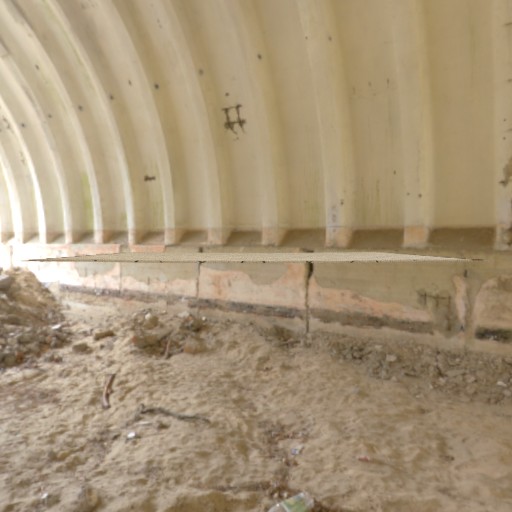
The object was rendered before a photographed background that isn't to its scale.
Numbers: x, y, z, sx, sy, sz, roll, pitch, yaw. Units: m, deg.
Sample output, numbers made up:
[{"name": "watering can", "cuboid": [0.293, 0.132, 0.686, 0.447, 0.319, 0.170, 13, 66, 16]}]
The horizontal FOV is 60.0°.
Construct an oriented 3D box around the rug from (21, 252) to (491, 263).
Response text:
[{"name": "rug", "cuboid": [0.000, 0.000, 4.166, 3.221, 0.026, 2.342, 0, 2, 0]}]
